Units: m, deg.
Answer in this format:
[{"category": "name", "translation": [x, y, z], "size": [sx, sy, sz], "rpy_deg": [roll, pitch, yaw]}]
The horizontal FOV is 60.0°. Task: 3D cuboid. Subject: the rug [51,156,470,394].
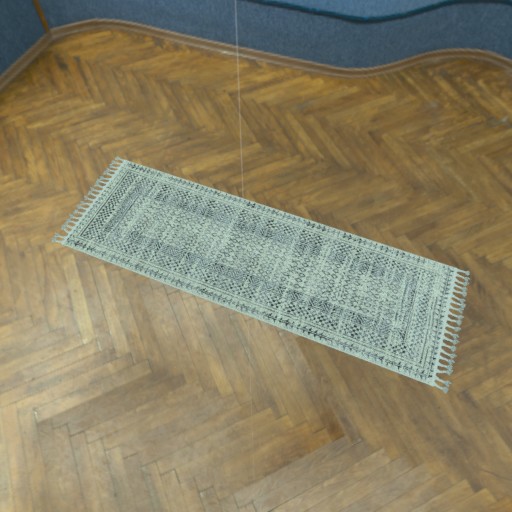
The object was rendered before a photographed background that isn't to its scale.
[{"category": "rug", "translation": [0.000, 0.000, 2.710], "size": [2.480, 0.013, 0.786], "rpy_deg": [19, 61, 11]}]
